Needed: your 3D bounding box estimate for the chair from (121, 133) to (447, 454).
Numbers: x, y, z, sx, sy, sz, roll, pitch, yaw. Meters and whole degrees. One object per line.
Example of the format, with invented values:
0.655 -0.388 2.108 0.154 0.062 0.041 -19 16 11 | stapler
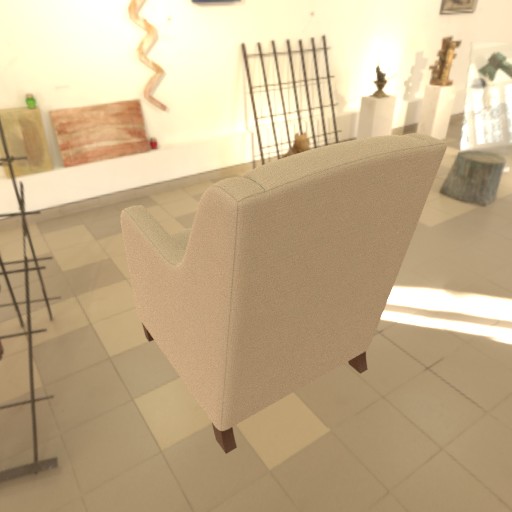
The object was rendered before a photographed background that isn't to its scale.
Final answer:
0.000 0.000 1.627 0.715 1.017 0.896 -20 37 -29 | chair
